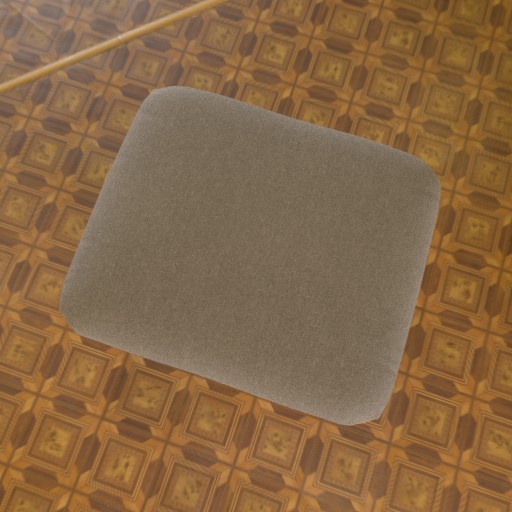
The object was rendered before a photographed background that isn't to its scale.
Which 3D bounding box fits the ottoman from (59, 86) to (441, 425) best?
[{"bbox_3d":[0.000,0.000,1.115,0.747,0.450,0.622,18,78,4],"label":"ottoman"}]
